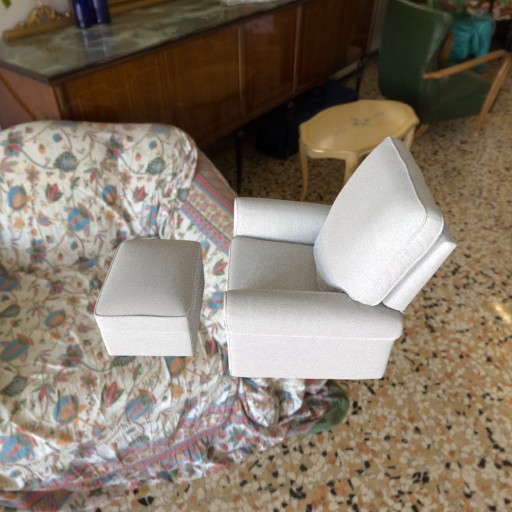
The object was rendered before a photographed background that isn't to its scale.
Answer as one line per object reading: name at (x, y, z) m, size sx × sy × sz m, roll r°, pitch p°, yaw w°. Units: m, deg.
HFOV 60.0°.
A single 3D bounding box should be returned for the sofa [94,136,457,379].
sofa at (0.000, 0.000, 2.100) m, size 1.478 × 0.959 × 0.880 m, roll 0°, pitch 41°, yaw 1°
